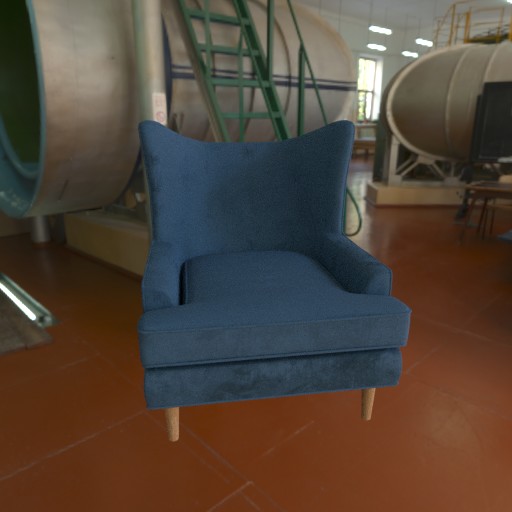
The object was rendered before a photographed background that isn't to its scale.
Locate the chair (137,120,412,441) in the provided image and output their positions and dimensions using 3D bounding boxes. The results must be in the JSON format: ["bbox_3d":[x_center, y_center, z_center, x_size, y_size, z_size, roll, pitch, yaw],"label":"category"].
[{"bbox_3d":[0.000,0.000,1.623,0.793,0.952,0.910,-3,18,-9],"label":"chair"}]
